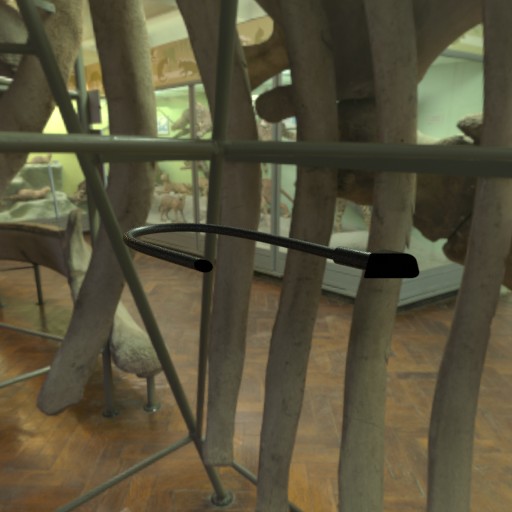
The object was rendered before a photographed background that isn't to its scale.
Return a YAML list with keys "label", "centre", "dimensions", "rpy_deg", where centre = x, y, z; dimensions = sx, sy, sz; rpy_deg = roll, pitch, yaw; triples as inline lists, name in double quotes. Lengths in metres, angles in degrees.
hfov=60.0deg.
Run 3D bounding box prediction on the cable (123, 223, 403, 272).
- label: "cable"
  centre: [0.000, 0.000, 0.109]
  dimensions: [0.040, 0.006, 0.098]
  rpy_deg: [-14, 20, -42]
